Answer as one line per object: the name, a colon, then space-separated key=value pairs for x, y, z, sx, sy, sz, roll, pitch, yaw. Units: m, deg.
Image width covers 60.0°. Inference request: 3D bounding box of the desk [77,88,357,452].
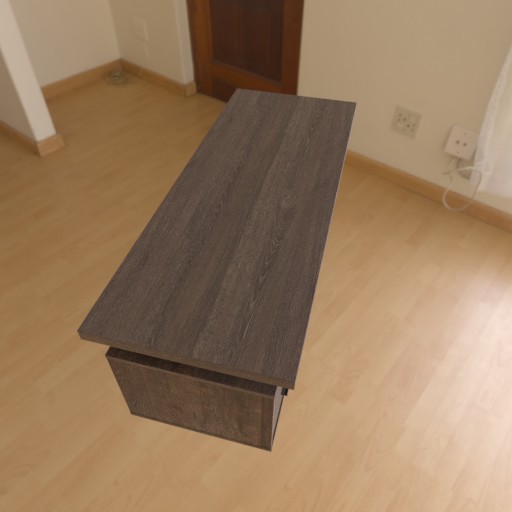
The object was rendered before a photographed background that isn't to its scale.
desk: x=0.000 y=0.000 z=1.932 sx=0.600 sy=0.760 sz=1.524 roll=11 pitch=46 yaw=10
